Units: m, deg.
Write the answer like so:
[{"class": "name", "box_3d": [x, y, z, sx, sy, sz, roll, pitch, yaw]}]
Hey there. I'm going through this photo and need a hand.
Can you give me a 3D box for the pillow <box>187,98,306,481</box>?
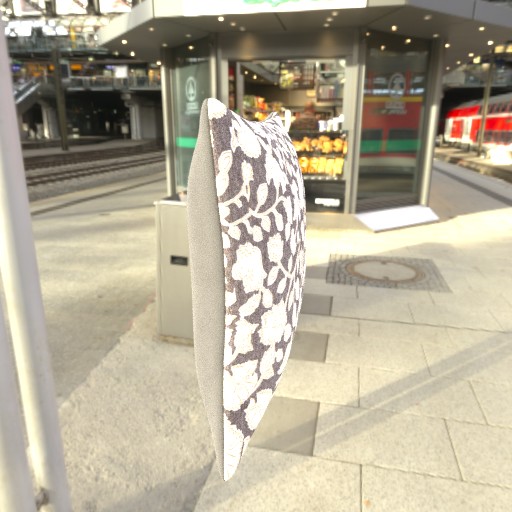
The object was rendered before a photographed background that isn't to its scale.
[{"class": "pillow", "box_3d": [0.000, 0.000, 0.793, 0.166, 0.507, 0.526, 3, 16, 10]}]
